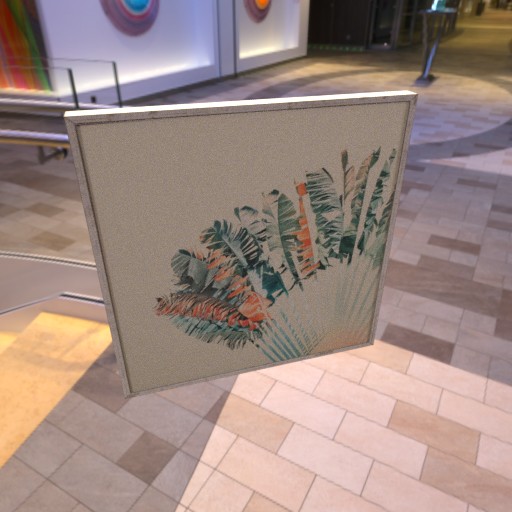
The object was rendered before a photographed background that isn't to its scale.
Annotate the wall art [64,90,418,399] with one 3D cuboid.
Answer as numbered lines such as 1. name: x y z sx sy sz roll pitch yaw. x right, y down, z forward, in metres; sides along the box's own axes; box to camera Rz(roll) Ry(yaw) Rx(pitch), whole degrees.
1. wall art: 0.000 0.000 0.755 0.508 0.506 0.029 -9 32 -14
